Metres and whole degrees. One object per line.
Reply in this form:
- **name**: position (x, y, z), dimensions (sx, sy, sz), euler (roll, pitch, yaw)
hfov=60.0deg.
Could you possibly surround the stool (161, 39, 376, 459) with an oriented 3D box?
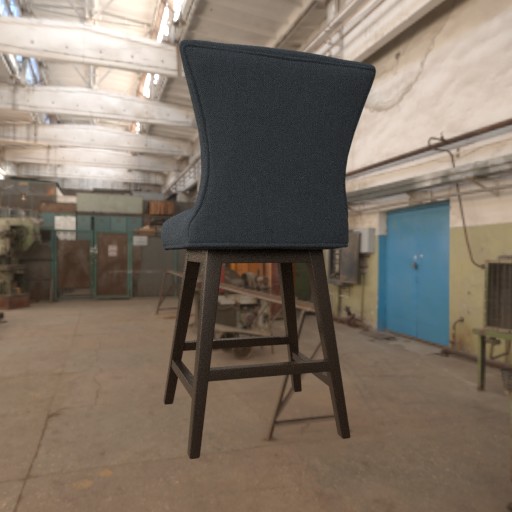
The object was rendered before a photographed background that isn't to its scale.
- **stool**: position (0.000, 0.000, 1.311), dimensions (0.514, 1.000, 0.574), euler (0, 1, -16)
